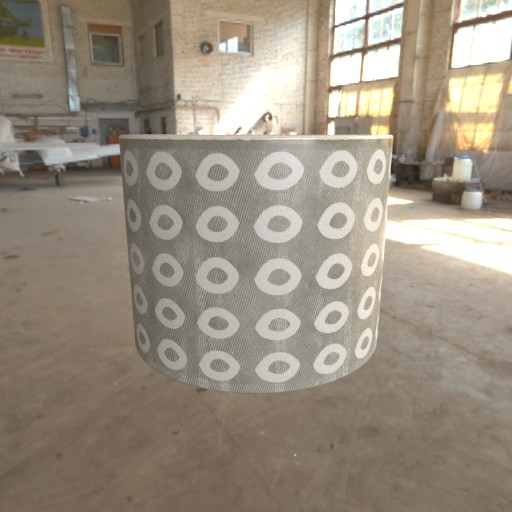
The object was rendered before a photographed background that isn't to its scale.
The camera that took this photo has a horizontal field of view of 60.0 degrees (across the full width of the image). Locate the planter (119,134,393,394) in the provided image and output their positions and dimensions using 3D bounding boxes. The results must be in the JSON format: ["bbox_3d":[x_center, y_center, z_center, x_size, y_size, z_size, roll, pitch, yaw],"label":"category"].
[{"bbox_3d":[0.000,0.000,0.453,0.250,0.239,0.250,0,15,0],"label":"planter"}]
